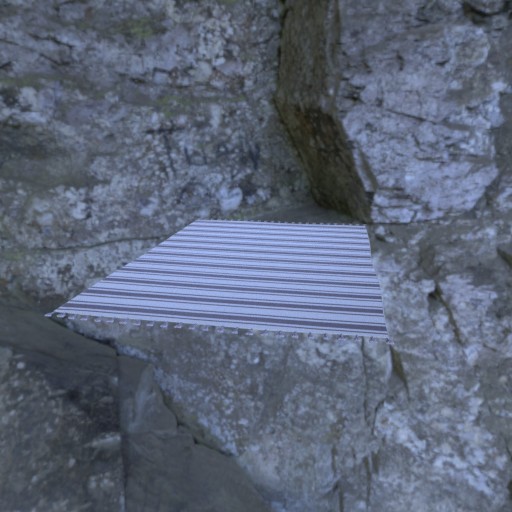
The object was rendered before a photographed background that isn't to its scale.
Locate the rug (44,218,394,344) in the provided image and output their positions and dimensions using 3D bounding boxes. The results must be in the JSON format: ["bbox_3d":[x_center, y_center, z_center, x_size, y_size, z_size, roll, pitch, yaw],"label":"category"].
[{"bbox_3d":[0.000,0.000,3.897,2.030,0.017,3.040,3,16,10],"label":"rug"}]
